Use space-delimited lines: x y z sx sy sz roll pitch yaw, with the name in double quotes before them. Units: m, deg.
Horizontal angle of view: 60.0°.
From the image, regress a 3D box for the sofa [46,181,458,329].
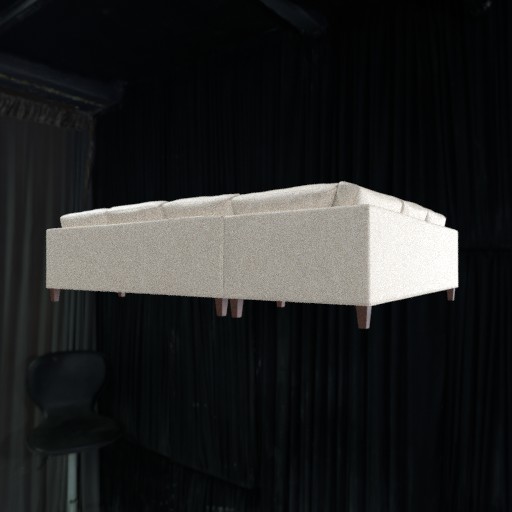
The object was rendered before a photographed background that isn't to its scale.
"sofa" 0.000 0.000 4.282 3.182 0.863 2.432 -1 -1 35
